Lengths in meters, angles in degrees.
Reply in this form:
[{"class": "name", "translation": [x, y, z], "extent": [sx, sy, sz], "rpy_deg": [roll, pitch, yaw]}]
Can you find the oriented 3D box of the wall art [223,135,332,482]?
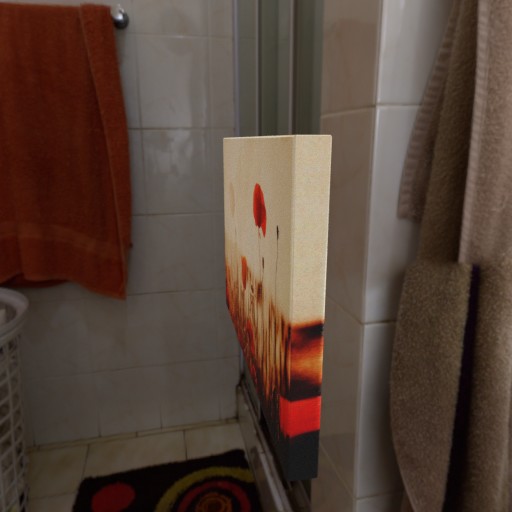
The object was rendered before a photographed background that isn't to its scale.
[{"class": "wall art", "translation": [0.000, 0.000, 0.776], "extent": [0.040, 0.402, 0.613], "rpy_deg": [-3, 15, -10]}]
